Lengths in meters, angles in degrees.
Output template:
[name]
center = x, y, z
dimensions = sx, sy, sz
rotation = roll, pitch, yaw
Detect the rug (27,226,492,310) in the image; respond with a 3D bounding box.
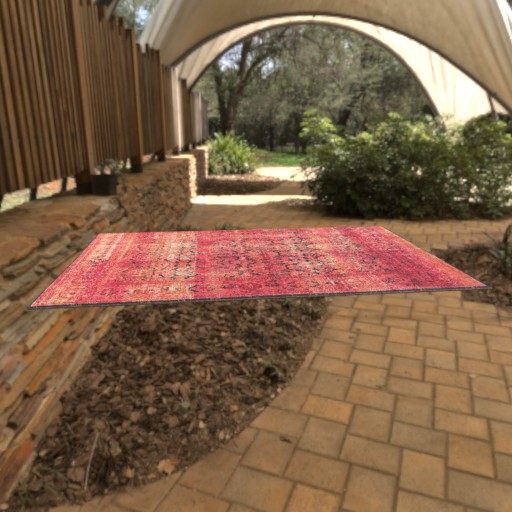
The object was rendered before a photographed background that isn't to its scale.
[rug]
center = 0.000, 0.000, 3.043
dimensions = 2.449, 0.018, 1.539
rotation = -2, 17, -6
